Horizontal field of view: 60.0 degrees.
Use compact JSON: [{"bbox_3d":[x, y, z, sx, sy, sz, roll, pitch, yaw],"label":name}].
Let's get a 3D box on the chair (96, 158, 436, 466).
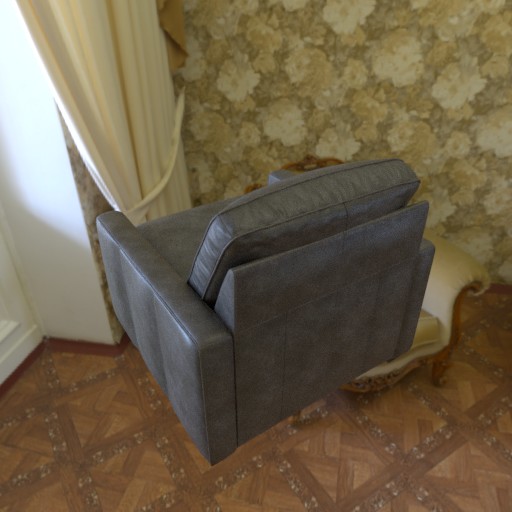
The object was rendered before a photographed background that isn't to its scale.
[{"bbox_3d":[0.000,0.000,1.778,1.006,0.916,0.939,-19,37,-28],"label":"chair"}]
